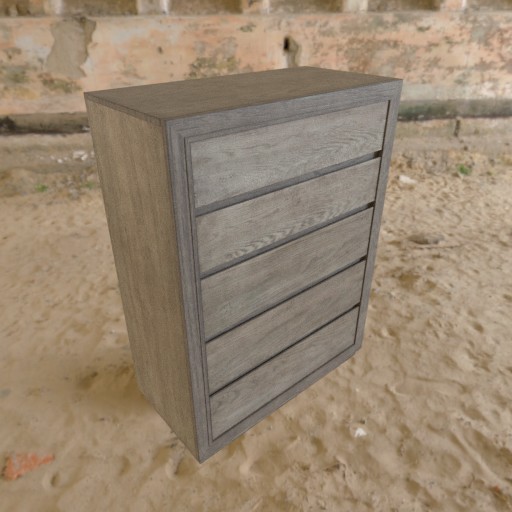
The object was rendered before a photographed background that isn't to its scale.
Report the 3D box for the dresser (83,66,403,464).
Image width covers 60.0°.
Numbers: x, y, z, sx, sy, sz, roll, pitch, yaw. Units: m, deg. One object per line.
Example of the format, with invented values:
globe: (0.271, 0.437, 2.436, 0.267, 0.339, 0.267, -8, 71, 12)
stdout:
dresser: (0.000, 0.000, 1.780, 0.967, 1.295, 0.483, -23, 37, -34)
